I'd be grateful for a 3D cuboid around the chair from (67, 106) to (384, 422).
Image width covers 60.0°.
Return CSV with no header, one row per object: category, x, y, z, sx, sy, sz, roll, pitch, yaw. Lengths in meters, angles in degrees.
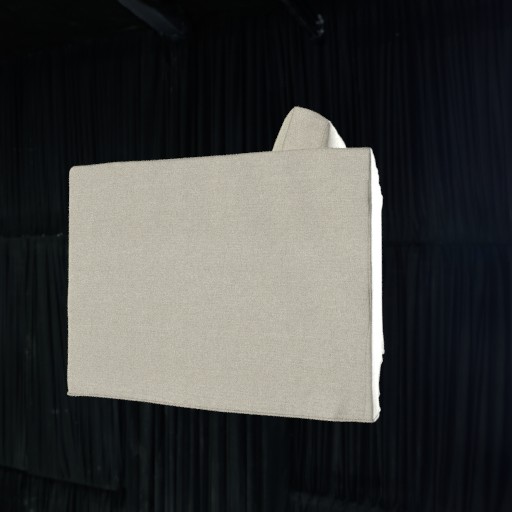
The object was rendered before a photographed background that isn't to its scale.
chair,0.000,0.000,1.728,0.949,0.867,1.057,0,-1,17
